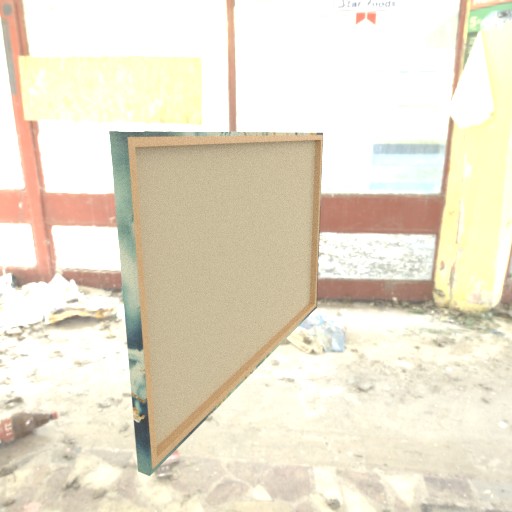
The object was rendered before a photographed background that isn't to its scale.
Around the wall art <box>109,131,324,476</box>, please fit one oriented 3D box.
[{"bbox_3d":[0.000,0.000,1.407,0.035,0.759,1.138,8,17,26],"label":"wall art"}]
